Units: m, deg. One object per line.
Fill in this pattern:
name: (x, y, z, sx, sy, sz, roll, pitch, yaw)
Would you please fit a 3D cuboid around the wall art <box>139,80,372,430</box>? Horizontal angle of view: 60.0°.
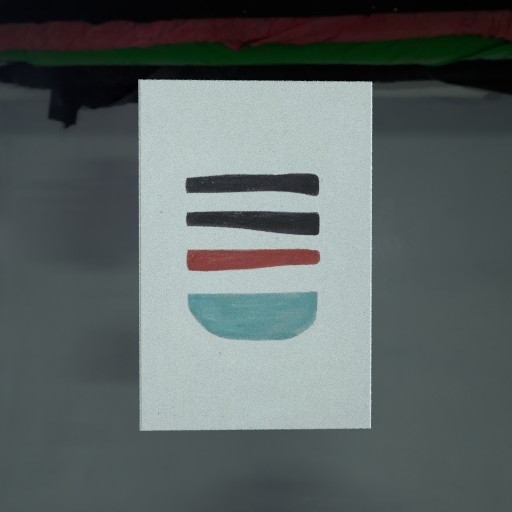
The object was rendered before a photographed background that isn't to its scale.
wall art: (0.000, 0.000, 1.173, 0.607, 0.912, 0.038, 0, 1, -1)
